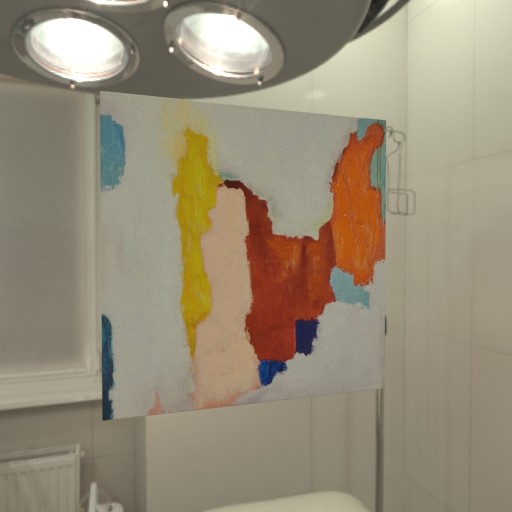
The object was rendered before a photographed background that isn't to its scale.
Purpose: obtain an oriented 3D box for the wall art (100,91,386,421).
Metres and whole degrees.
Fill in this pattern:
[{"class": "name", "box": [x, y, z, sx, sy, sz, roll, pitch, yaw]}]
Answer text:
[{"class": "wall art", "box": [0.000, 0.000, 1.234, 0.814, 0.814, 0.037, 0, 1, -18]}]
